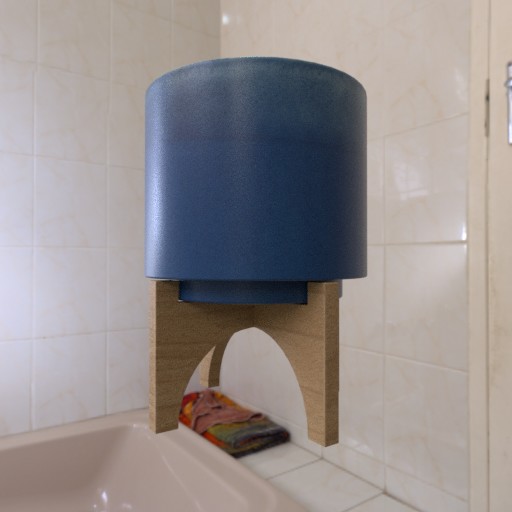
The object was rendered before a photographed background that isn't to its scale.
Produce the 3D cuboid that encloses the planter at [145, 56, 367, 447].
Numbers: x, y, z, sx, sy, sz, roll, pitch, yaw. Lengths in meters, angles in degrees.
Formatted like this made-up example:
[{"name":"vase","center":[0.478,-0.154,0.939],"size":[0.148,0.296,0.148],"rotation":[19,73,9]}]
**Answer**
[{"name":"planter","center":[0.000,0.000,0.536],"size":[0.261,0.367,0.261],"rotation":[0,0,0]}]
